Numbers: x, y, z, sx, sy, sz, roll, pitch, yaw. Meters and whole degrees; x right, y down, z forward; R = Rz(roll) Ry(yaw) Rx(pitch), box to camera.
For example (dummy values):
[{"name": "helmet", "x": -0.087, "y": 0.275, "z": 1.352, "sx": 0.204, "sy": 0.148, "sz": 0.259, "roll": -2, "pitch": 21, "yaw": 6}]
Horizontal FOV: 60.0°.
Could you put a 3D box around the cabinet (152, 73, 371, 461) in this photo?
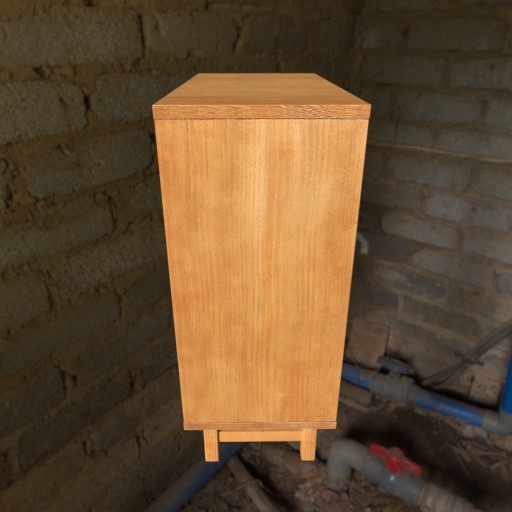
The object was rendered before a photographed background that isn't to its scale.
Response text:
[{"name": "cabinet", "x": 0.000, "y": 0.000, "z": 1.380, "sx": 0.419, "sy": 1.001, "sz": 0.800, "roll": 0, "pitch": 26, "yaw": -1}]
